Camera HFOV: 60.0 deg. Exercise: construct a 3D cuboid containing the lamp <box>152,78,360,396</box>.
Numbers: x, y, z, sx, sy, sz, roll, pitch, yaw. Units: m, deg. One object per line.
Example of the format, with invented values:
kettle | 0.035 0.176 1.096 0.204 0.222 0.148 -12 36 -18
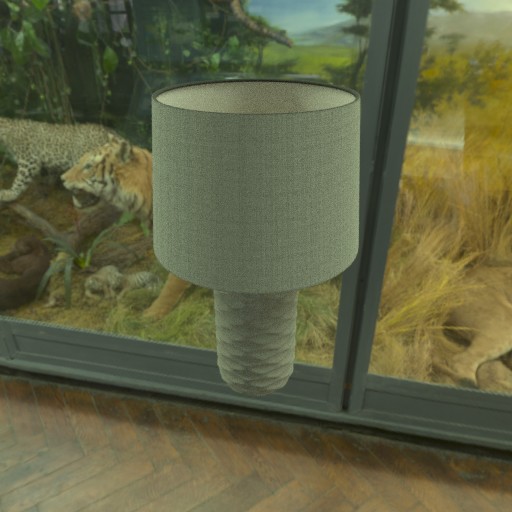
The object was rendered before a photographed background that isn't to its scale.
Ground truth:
lamp | 0.000 0.000 0.848 0.376 0.594 0.376 0 29 0
